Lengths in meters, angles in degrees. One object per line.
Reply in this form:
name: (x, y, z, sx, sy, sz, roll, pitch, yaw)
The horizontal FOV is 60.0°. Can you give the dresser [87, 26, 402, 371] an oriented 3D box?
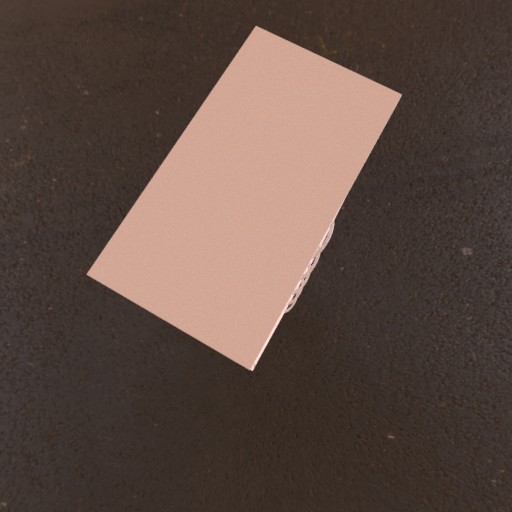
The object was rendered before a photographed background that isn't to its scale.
dresser: (0.000, 0.000, 1.566, 0.399, 1.255, 0.704, 29, 77, 7)
